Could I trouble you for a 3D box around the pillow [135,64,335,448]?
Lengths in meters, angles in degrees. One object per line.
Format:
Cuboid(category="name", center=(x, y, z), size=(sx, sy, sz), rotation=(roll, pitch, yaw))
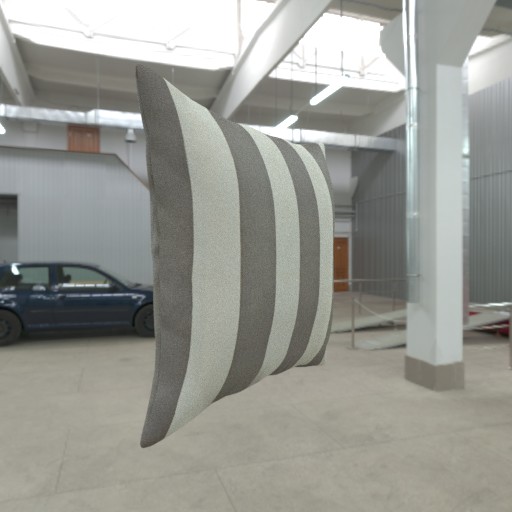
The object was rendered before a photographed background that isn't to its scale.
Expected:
Cuboid(category="pillow", center=(0.000, 0.000, 0.790), size=(0.192, 0.507, 0.522), rotation=(0, 0, 36))
